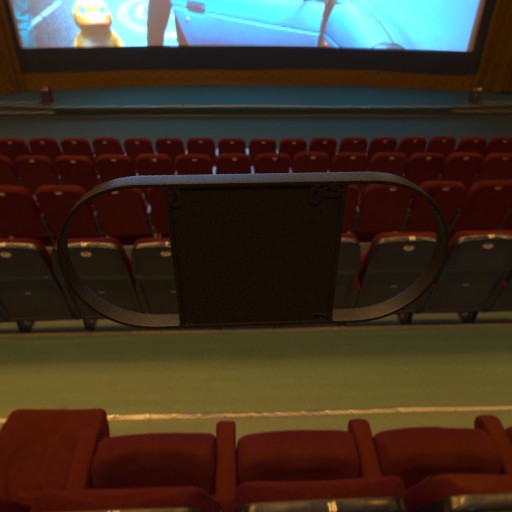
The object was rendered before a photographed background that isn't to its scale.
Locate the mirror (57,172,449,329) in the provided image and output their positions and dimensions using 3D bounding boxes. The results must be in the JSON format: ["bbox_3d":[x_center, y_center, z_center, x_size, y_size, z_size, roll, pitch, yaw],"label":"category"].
[{"bbox_3d":[0.000,0.000,0.679,0.584,0.254,0.032,-1,32,-2],"label":"mirror"}]
